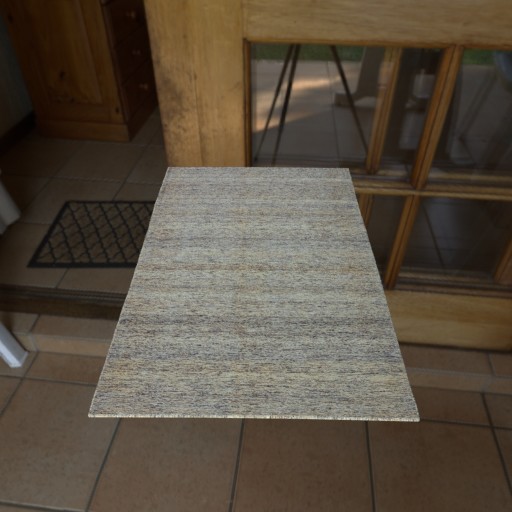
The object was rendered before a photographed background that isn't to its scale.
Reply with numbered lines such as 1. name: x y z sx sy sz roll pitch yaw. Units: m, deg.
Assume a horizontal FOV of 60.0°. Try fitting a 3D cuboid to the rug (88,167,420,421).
1. rug: 0.000 0.000 2.340 1.243 0.014 1.846 1 41 1
